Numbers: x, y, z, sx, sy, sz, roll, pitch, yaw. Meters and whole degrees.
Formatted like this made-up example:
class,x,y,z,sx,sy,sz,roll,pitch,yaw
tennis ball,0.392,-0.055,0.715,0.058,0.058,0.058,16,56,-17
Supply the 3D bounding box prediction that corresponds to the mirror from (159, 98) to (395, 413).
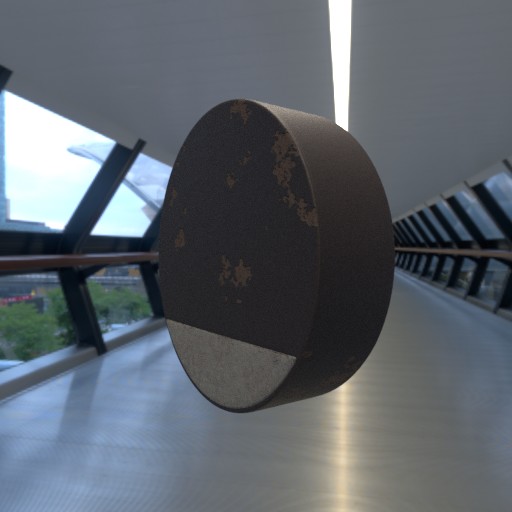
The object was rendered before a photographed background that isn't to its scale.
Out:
class,x,y,z,sx,sy,sz,roll,pitch,yaw
mirror,0.000,0.000,0.599,0.126,0.386,0.386,0,0,-34
